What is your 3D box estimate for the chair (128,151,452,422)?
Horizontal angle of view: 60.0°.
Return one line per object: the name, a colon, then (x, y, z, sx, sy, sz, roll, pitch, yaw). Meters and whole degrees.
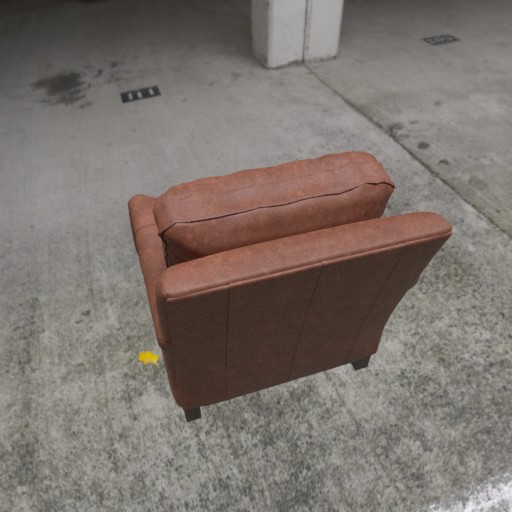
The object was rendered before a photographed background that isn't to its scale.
chair: (0.000, 0.000, 1.932, 0.986, 1.055, 1.158, -13, 43, -14)
